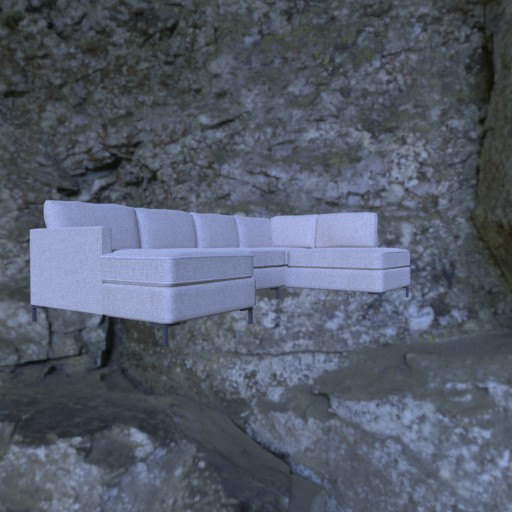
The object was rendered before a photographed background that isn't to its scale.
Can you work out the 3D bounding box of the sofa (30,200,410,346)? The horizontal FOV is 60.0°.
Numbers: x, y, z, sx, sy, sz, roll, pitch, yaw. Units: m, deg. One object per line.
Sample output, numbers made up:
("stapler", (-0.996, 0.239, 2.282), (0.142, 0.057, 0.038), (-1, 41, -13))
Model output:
("sofa", (0.000, 0.000, 4.295), (2.021, 0.996, 3.423), (1, 2, 34))
